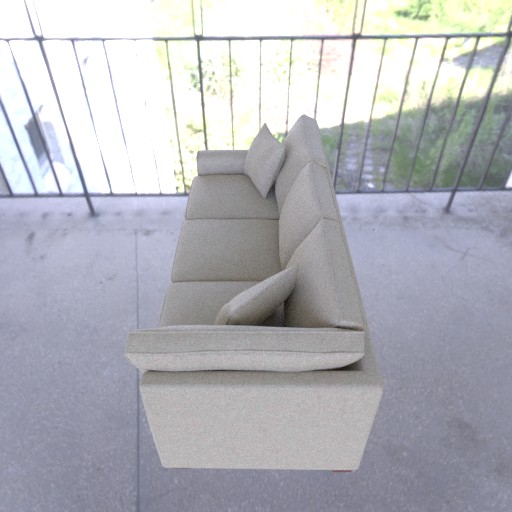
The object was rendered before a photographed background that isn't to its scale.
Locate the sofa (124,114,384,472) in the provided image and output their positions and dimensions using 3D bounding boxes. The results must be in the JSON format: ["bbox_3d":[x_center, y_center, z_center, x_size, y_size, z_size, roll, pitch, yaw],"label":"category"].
[{"bbox_3d":[0.000,0.000,2.812,1.061,0.962,2.317,0,40,0],"label":"sofa"}]
